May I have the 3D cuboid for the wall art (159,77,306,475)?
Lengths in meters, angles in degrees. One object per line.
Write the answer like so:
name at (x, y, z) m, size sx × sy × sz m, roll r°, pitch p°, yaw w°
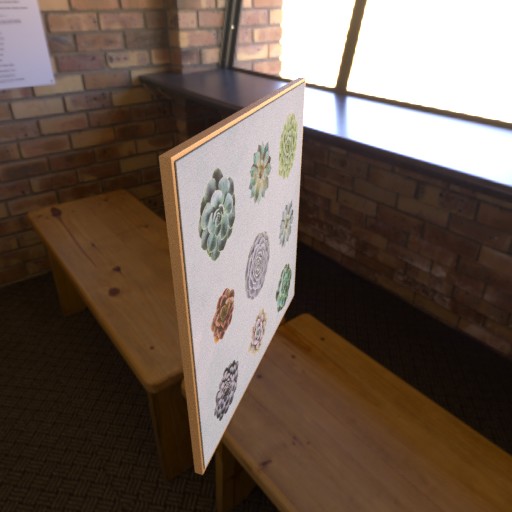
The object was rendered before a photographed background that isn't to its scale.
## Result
wall art at (0.000, 0.000, 0.688) m, size 0.013 × 0.455 × 0.457 m, roll 11°, pitch 32°, yaw 17°
